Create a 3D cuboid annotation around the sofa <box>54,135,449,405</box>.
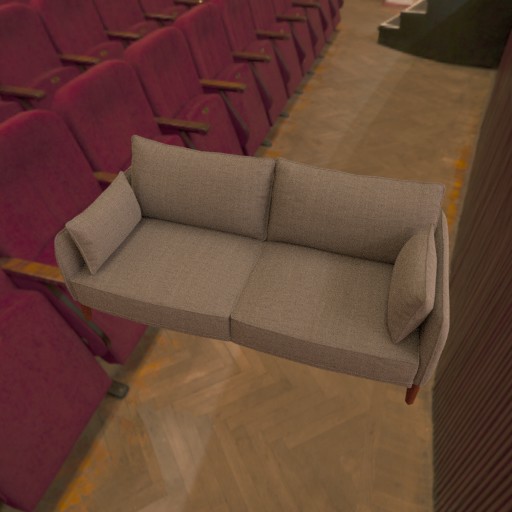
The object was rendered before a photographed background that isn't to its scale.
[{"bbox_3d":[0.000,0.000,2.464,1.989,0.851,0.972,11,42,13],"label":"sofa"}]
